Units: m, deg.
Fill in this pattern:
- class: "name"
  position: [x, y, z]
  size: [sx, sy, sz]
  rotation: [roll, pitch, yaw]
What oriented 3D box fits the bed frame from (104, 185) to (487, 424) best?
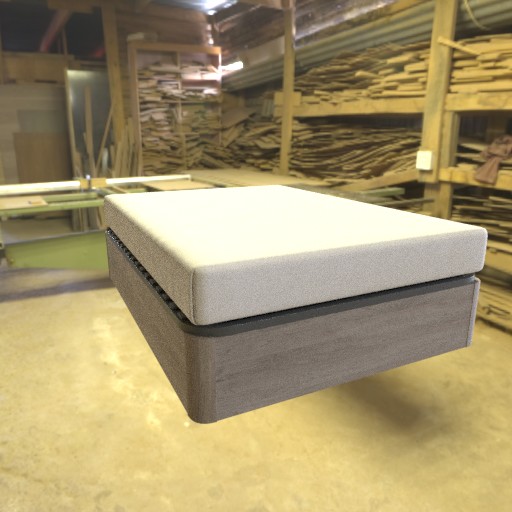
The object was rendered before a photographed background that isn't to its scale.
- class: "bed frame"
  position: [0.000, 0.000, 2.538]
  size: [1.400, 0.561, 1.900]
  rotation: [-8, 17, -25]
